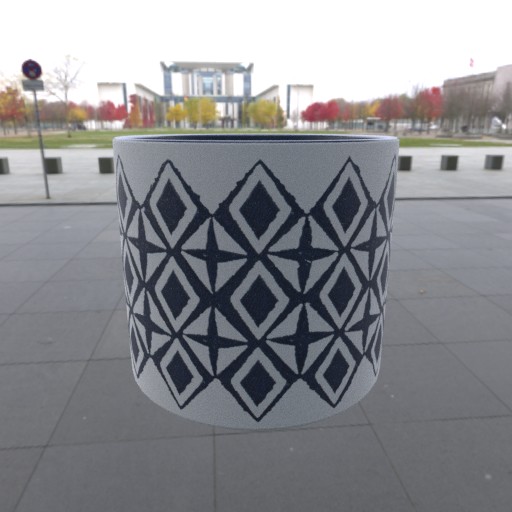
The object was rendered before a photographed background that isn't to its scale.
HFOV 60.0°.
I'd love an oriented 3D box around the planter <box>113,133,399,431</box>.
[{"bbox_3d":[0.000,0.000,0.388,0.224,0.203,0.224,0,16,0],"label":"planter"}]
